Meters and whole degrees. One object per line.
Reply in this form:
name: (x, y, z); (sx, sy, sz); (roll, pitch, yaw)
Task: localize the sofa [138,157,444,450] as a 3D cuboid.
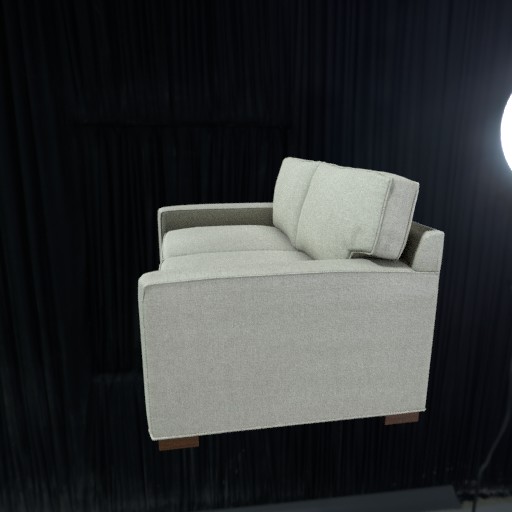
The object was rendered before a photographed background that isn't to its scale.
sofa: (0.000, 0.000, 2.056); (0.940, 0.853, 1.484); (-2, 15, -9)
